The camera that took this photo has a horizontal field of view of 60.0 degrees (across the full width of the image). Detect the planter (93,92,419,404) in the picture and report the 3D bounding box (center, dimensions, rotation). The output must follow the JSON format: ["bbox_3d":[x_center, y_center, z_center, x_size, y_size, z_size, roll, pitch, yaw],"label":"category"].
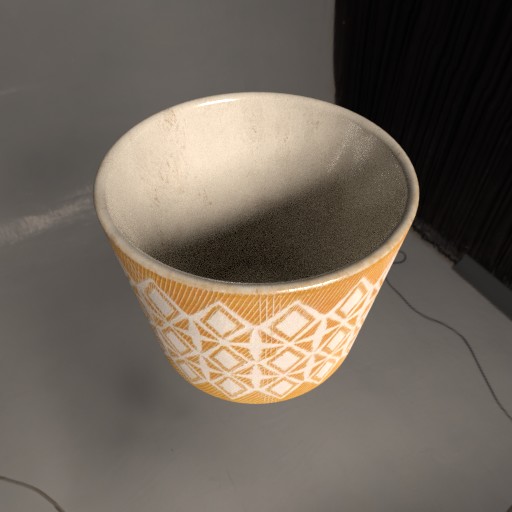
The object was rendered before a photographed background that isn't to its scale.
[{"bbox_3d":[0.000,0.000,0.215,0.126,0.104,0.126,0,47,0],"label":"planter"}]
